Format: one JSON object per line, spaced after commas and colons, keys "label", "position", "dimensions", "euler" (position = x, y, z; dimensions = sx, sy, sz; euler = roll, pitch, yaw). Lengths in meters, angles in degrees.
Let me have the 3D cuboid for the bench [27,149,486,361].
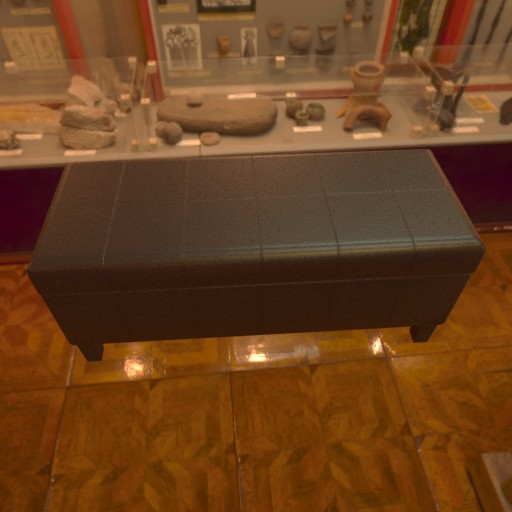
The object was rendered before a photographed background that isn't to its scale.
{"label": "bench", "position": [0.000, 0.000, 1.333], "dimensions": [1.092, 0.457, 0.429], "euler": [-3, 48, -2]}
